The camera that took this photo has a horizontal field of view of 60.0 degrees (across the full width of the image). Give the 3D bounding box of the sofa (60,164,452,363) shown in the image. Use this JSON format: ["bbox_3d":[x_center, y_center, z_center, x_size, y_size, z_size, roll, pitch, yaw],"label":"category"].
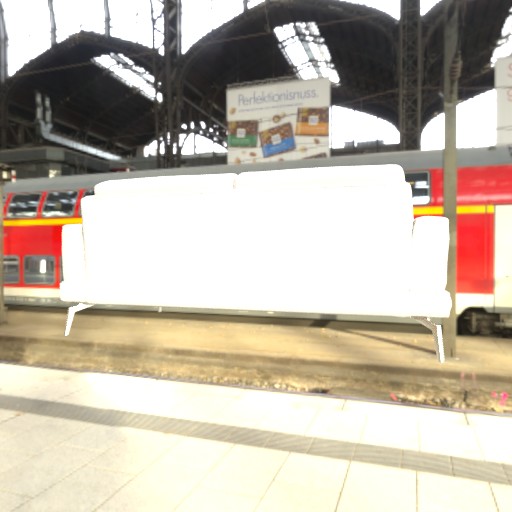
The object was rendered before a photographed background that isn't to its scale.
[{"bbox_3d":[0.000,0.000,2.785,2.177,0.930,1.121,0,1,18],"label":"sofa"}]
